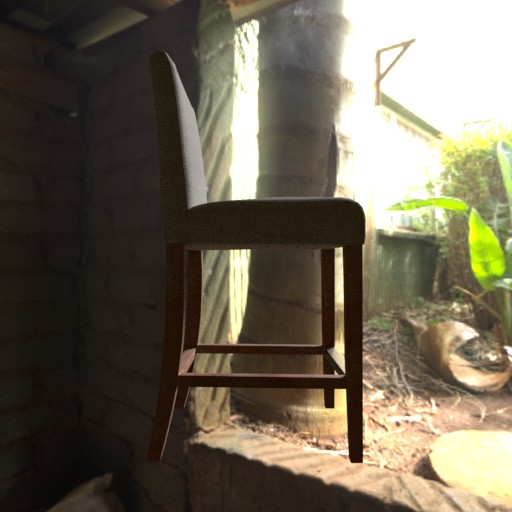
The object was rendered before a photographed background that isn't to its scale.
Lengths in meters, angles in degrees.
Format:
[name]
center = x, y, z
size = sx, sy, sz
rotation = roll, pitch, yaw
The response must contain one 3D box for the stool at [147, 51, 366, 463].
[stool]
center = 0.000, 0.000, 1.325
size = 0.567, 1.039, 0.454
rotation = 0, 0, 0
